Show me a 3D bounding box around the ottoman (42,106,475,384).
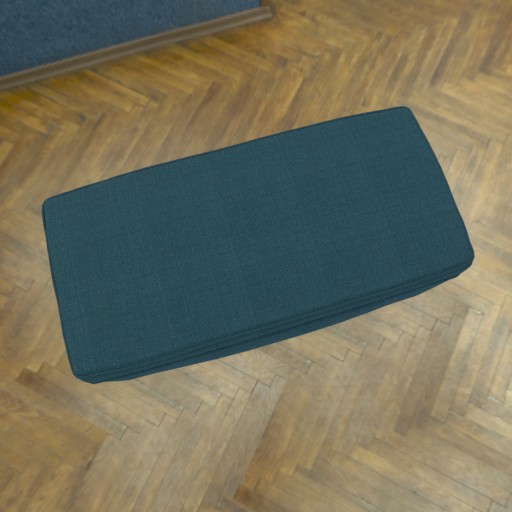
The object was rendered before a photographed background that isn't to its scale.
[{"bbox_3d":[0.000,0.000,1.223,0.943,0.474,0.474,-16,76,-4],"label":"ottoman"}]
